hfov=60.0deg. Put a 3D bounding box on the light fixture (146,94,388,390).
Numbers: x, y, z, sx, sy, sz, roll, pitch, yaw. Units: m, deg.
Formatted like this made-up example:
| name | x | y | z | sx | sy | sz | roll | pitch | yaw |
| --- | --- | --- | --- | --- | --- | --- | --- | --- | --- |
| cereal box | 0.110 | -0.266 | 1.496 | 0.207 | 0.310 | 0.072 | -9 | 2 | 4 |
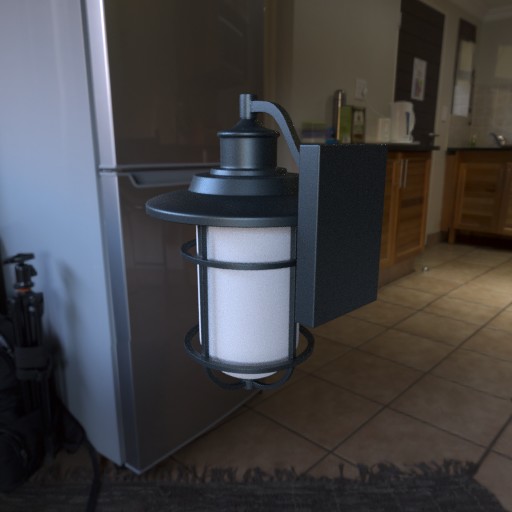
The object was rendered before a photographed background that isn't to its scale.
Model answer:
| name | x | y | z | sx | sy | sz | roll | pitch | yaw |
| --- | --- | --- | --- | --- | --- | --- | --- | --- | --- |
| light fixture | 0.000 | 0.000 | 0.500 | 0.222 | 0.345 | 0.252 | -13 | 20 | -42 |
